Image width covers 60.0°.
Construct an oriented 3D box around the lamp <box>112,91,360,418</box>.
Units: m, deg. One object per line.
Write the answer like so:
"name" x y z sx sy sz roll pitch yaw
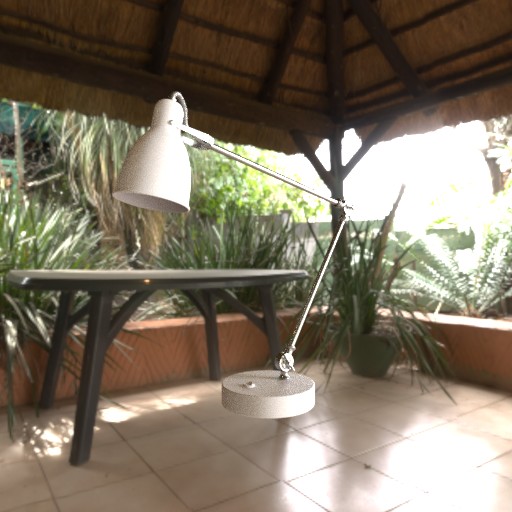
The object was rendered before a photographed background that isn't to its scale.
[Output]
"lamp" 0.000 0.000 0.875 0.561 0.587 0.187 0 0 -35
